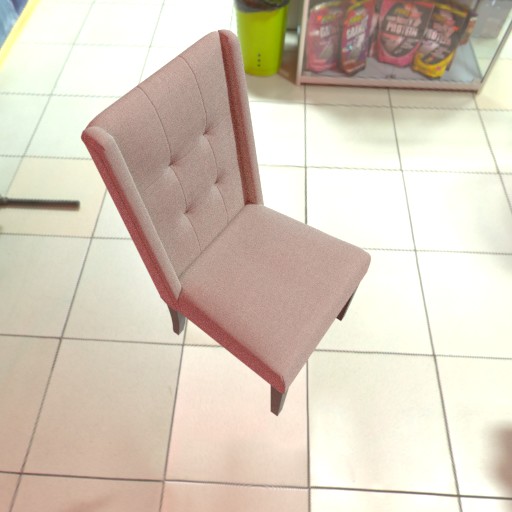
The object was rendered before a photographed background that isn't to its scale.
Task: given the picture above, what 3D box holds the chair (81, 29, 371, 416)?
[{"bbox_3d":[0.000,0.000,1.238,0.523,0.961,0.474,31,63,18],"label":"chair"}]
